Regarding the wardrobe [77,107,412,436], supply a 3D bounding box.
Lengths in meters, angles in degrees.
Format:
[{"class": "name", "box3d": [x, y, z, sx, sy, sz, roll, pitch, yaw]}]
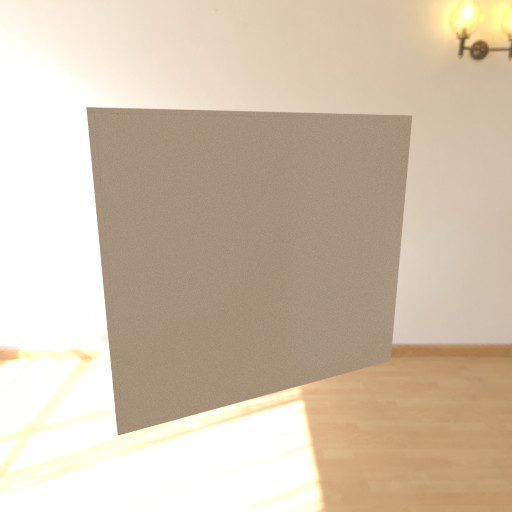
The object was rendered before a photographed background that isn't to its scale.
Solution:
[{"class": "wardrobe", "box3d": [0.000, 0.000, 1.965, 1.340, 1.200, 0.360, -7, 17, -25]}]
